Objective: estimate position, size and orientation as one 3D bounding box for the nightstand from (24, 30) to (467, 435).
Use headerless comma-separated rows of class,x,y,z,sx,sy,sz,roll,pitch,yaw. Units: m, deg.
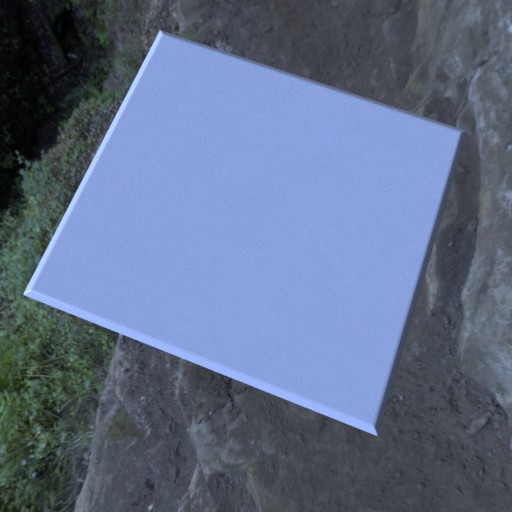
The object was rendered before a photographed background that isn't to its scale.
nightstand,0.000,0.000,0.898,0.505,0.555,0.459,20,76,5
